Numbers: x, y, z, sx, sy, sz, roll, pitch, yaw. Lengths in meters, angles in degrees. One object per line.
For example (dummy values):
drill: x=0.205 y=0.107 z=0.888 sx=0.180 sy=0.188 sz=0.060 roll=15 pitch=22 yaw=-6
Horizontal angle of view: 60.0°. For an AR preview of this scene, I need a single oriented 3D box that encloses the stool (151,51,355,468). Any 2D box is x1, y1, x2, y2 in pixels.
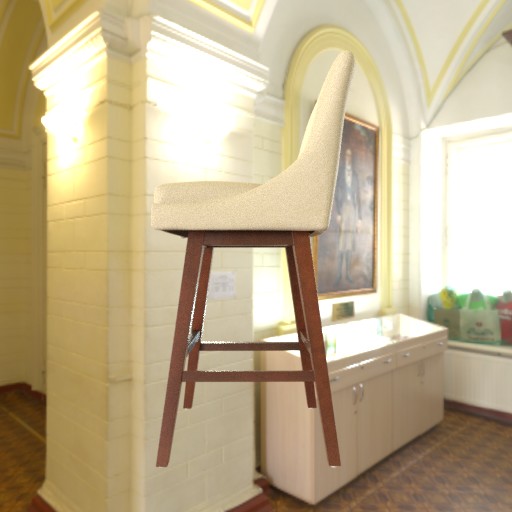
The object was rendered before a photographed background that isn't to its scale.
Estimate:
stool: x=0.000 y=0.000 z=1.377 sx=0.559 sy=1.097 sz=0.470 roll=0 pitch=0 yaw=0
